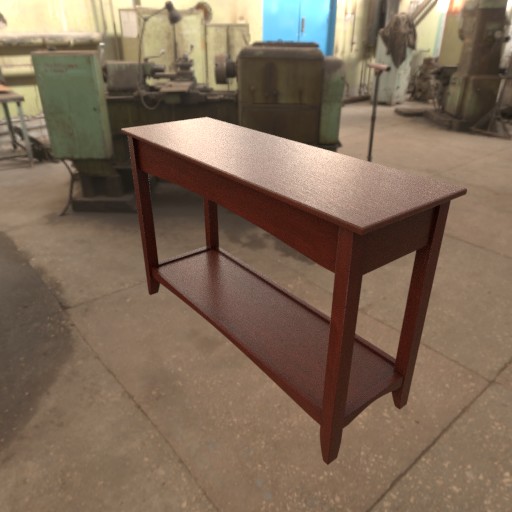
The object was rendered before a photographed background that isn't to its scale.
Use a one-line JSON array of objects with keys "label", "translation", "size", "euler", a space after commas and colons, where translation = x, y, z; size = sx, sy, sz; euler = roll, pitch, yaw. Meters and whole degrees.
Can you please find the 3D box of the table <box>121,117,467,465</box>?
[{"label": "table", "translation": [0.000, 0.000, 1.564], "size": [0.392, 0.739, 1.188], "euler": [-20, 34, -33]}]
